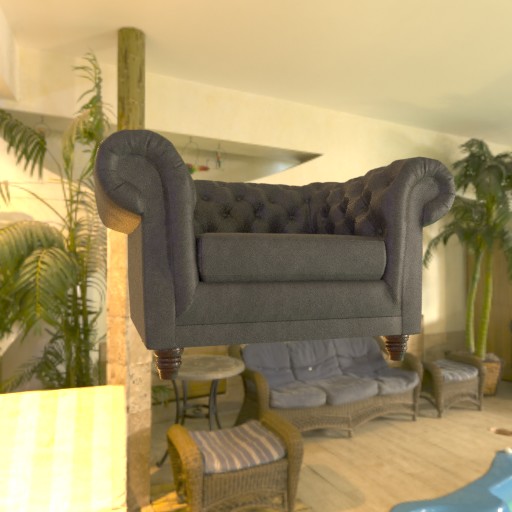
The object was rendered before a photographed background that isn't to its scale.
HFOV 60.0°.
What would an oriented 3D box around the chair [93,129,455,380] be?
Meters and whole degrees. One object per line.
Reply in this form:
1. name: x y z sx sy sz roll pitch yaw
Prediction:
1. chair: 0.000 0.000 1.892 1.298 0.780 0.943 0 -1 -19
